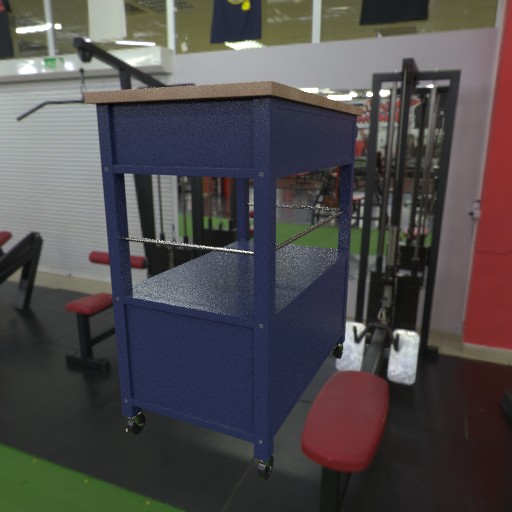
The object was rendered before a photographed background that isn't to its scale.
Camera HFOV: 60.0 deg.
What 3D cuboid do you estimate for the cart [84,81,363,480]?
[{"bbox_3d":[0.000,0.000,1.375,0.459,0.901,0.840,7,16,24],"label":"cart"}]
